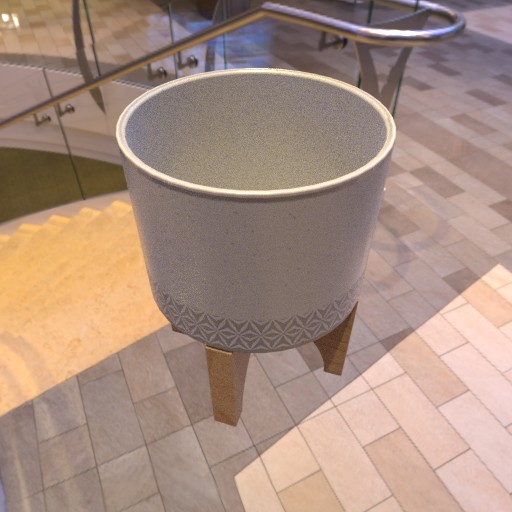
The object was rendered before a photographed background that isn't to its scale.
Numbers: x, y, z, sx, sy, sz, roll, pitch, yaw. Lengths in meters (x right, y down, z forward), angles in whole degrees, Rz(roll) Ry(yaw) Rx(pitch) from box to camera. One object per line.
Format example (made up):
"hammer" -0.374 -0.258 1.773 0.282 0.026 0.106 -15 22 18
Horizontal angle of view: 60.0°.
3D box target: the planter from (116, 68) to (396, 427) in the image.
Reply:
"planter" 0.000 0.000 0.269 0.130 0.178 0.130 0 42 0
